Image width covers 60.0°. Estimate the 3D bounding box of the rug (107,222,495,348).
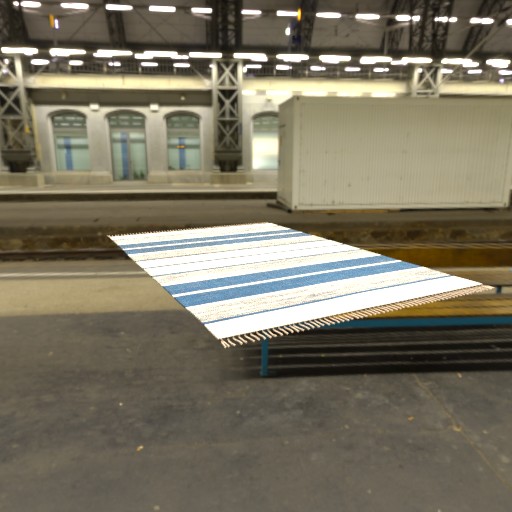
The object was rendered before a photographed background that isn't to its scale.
[{"bbox_3d":[0.000,0.000,2.999,1.532,0.010,2.441,-7,15,-27],"label":"rug"}]
